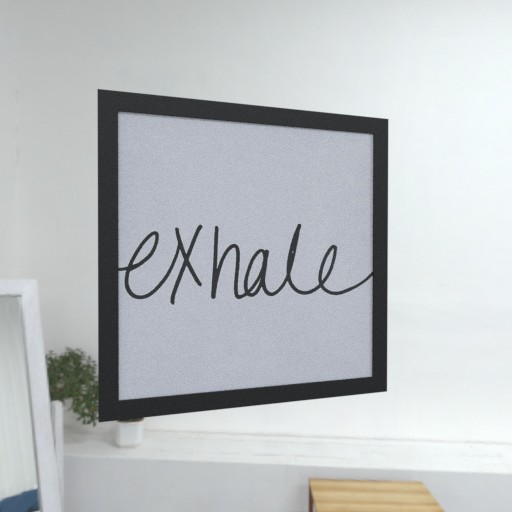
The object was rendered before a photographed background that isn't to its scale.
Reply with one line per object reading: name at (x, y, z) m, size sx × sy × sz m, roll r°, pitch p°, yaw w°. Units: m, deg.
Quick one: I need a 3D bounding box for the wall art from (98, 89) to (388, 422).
wall art at (0.000, 0.000, 0.533) m, size 0.358 × 0.357 × 0.012 m, roll 0°, pitch 1°, yaw -17°
